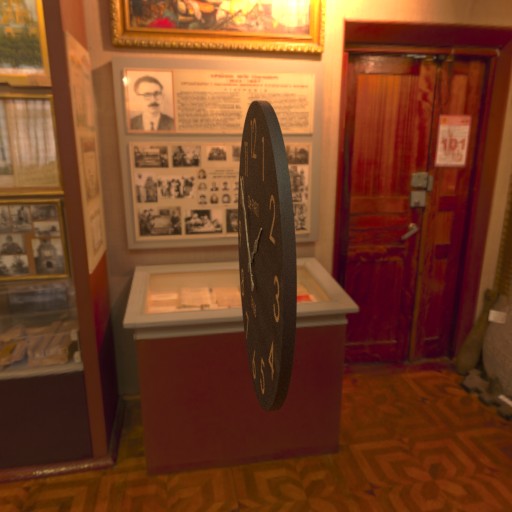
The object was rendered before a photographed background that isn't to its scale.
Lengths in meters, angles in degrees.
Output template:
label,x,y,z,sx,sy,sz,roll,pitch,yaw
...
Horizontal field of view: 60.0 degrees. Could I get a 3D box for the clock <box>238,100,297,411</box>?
label,x,y,z,sx,sy,sz,roll,pitch,yaw
clock,0.000,0.000,0.899,0.029,0.595,0.595,-2,15,-8
